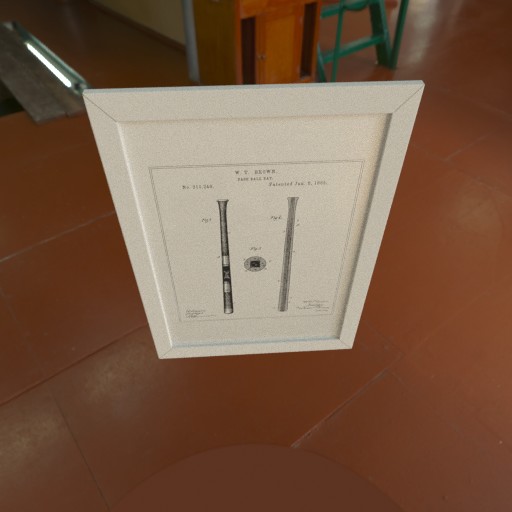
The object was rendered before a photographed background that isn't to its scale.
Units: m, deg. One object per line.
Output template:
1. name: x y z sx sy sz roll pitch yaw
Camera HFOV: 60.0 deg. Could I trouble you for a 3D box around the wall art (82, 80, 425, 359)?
1. wall art: 0.000 0.000 0.674 0.374 0.529 0.012 -3 45 -3
